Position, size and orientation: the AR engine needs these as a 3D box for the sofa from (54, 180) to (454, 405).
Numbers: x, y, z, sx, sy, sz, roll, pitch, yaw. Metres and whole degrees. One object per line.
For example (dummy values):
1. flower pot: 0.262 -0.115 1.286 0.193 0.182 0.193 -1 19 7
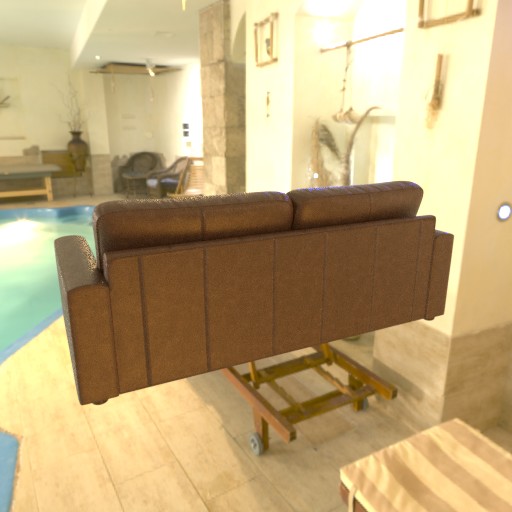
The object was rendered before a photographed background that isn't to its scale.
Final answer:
1. sofa: 0.000 0.000 2.676 2.179 0.873 1.016 -8 18 -25
